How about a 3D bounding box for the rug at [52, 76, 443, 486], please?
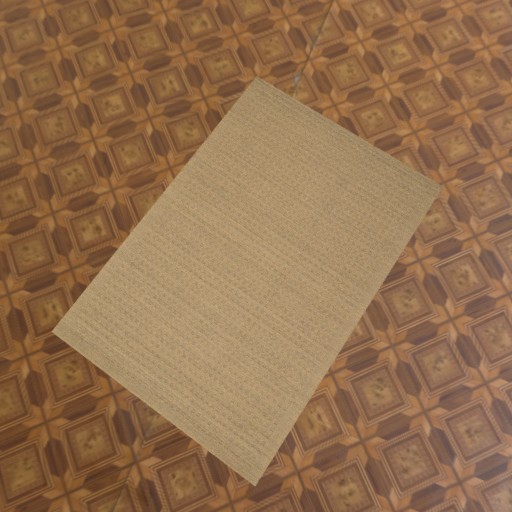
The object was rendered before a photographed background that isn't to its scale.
[{"bbox_3d":[0.000,0.000,3.716,1.981,0.006,2.895,34,77,9],"label":"rug"}]
